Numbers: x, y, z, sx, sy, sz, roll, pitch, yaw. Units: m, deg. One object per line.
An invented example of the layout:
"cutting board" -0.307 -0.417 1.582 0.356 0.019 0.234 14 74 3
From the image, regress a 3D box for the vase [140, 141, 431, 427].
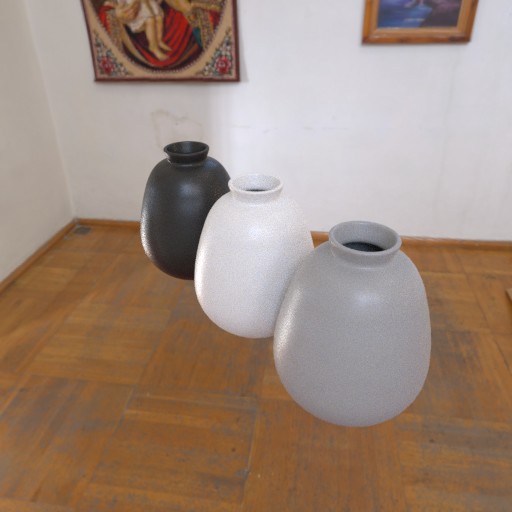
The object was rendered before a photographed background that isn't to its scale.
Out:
"vase" 0.000 0.000 0.344 0.097 0.122 0.297 -21 37 -31
